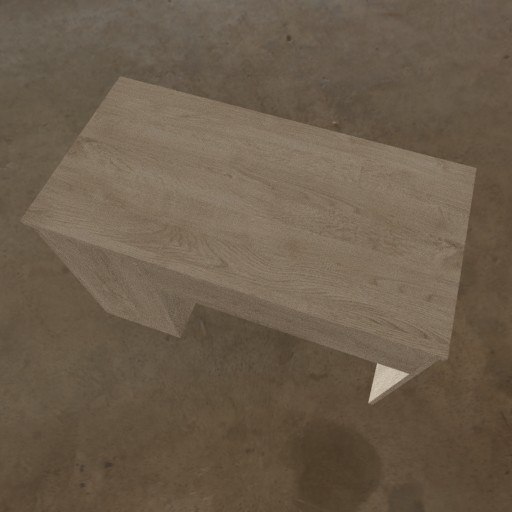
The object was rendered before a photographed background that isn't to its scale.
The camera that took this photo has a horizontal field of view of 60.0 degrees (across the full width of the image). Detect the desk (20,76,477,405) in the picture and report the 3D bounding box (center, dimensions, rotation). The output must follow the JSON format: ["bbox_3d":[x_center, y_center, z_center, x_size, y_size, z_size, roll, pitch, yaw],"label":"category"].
[{"bbox_3d":[0.000,0.000,1.507,1.096,0.730,0.560,17,64,9],"label":"desk"}]
